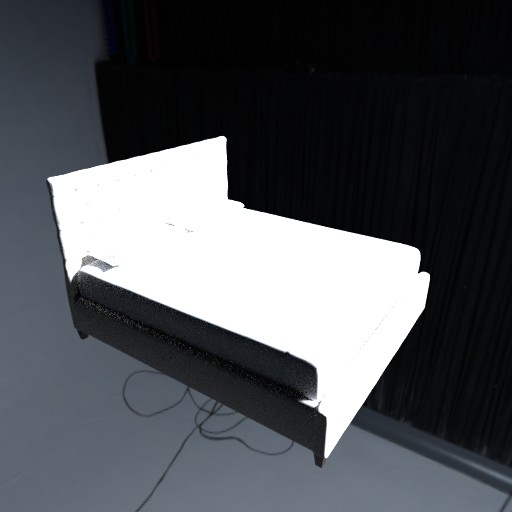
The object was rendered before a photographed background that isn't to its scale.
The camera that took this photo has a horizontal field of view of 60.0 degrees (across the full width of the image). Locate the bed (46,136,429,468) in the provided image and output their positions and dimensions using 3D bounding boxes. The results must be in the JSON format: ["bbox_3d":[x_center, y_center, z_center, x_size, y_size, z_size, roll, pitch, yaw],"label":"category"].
[{"bbox_3d":[0.000,0.000,3.690,2.387,1.427,2.078,16,30,31],"label":"bed"}]
